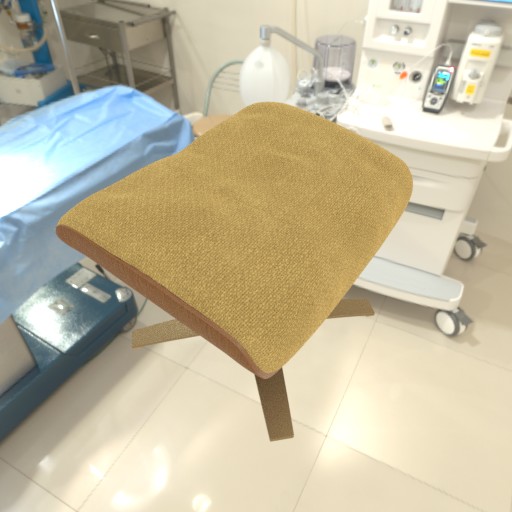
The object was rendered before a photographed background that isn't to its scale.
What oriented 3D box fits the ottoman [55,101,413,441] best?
[{"bbox_3d":[0.000,0.000,0.819,0.394,0.391,0.520,25,47,26],"label":"ottoman"}]
